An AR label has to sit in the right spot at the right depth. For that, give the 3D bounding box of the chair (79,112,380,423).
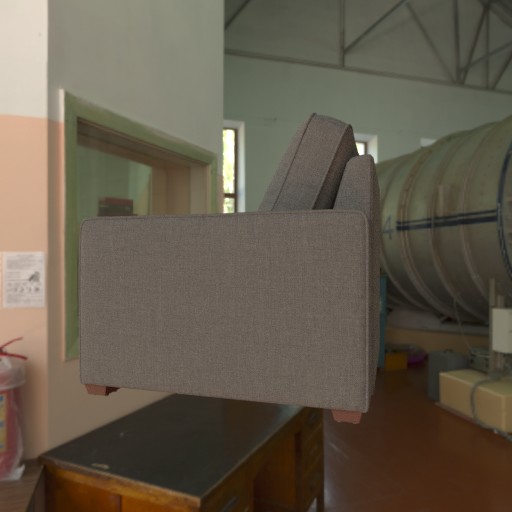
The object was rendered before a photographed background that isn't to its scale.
[{"bbox_3d":[0.000,0.000,1.780,0.940,0.919,1.017,0,0,17],"label":"chair"}]
